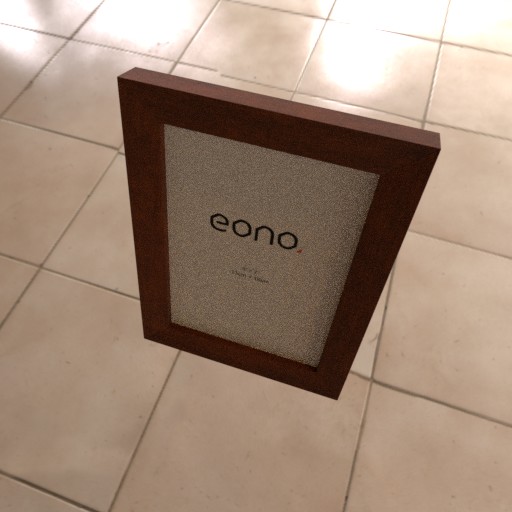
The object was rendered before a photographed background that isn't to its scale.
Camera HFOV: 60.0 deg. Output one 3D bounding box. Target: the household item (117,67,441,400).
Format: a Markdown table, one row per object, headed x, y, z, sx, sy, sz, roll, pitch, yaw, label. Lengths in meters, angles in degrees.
| x | y | z | sx | sy | sz | roll | pitch | yaw | label |
| --- | --- | --- | --- | --- | --- | --- | --- | --- | --- |
| 0.000 | 0.000 | 0.287 | 0.160 | 0.204 | 0.096 | 16 | 61 | 9 | household item |
